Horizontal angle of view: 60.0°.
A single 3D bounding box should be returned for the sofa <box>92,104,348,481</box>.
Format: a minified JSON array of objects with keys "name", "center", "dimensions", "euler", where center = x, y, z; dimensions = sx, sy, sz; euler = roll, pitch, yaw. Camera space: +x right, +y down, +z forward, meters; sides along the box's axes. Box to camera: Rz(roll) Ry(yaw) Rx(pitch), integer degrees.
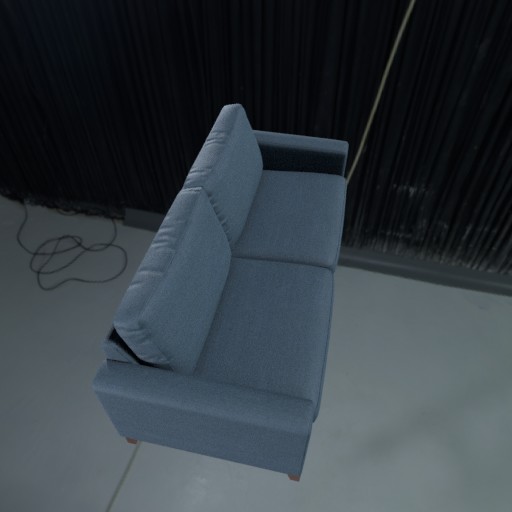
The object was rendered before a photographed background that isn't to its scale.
[{"name":"sofa","center":[0.000,0.000,2.363],"dimensions":[0.877,0.865,1.900],"euler":[9,48,8]}]
